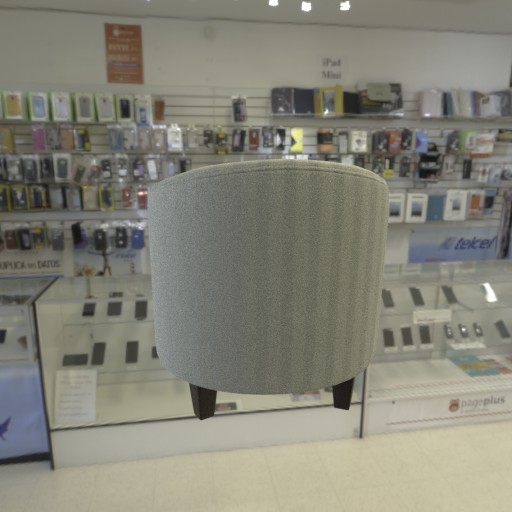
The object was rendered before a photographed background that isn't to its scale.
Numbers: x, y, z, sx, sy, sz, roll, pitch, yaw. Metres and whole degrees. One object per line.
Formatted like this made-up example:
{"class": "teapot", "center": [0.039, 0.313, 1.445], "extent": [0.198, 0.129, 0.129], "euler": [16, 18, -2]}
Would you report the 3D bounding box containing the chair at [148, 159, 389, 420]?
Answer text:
{"class": "chair", "center": [0.000, 0.000, 1.743], "extent": [0.756, 0.757, 1.288], "euler": [-2, 13, -7]}
